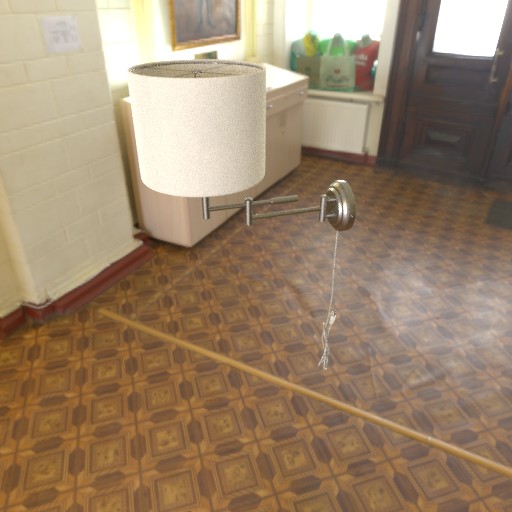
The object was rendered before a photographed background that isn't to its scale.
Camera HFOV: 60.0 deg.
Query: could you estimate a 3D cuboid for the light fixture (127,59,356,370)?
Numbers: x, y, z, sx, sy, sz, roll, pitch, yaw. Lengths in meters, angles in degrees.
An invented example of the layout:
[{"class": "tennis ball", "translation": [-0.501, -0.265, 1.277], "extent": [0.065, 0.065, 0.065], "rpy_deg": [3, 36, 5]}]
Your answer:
[{"class": "light fixture", "translation": [0.000, 0.000, 1.055], "extent": [0.479, 0.842, 0.253], "rpy_deg": [-9, 32, -15]}]
